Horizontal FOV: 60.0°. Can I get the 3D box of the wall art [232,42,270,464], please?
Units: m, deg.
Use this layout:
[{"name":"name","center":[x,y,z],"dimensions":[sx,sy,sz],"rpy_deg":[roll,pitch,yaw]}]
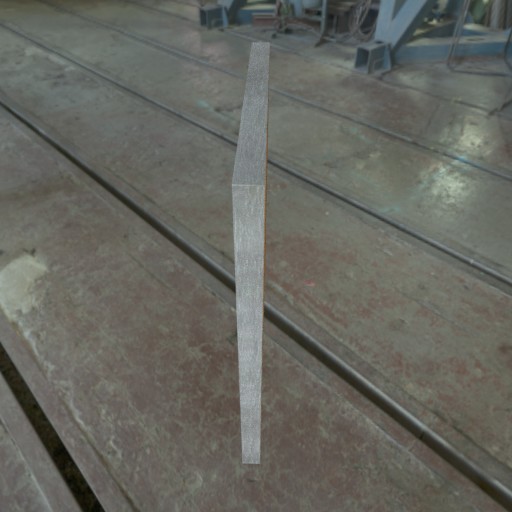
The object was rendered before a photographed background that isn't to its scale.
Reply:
[{"name":"wall art","center":[0.000,0.000,0.705],"dimensions":[0.032,0.521,0.421],"rpy_deg":[1,41,1]}]
